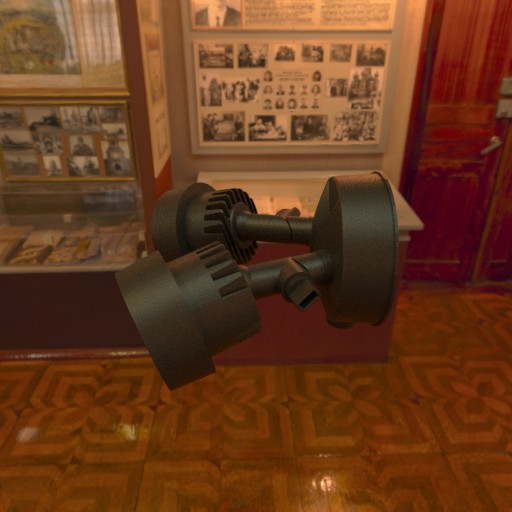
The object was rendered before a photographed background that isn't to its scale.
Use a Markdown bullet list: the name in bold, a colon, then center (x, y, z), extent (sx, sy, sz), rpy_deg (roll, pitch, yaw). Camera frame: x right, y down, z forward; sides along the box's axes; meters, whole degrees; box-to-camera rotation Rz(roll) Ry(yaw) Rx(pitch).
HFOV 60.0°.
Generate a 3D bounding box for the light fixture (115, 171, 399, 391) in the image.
- **light fixture**: center (0.000, 0.000, 0.317), extent (0.168, 0.120, 0.213), rpy_deg (0, 27, 0)
